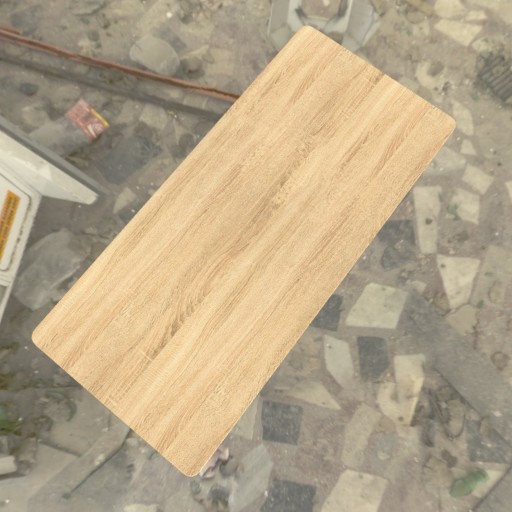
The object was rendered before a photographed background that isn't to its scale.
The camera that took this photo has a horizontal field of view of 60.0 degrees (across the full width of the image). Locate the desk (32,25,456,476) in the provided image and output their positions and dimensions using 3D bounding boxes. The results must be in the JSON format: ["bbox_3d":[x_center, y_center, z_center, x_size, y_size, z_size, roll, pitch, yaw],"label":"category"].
[{"bbox_3d":[0.000,0.000,1.572,0.550,0.760,1.200,37,79,8],"label":"desk"}]
